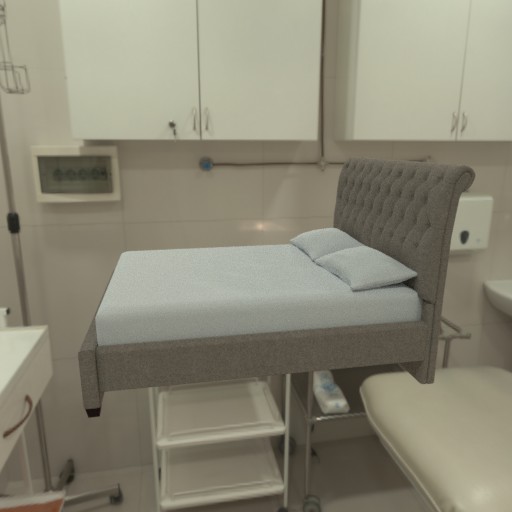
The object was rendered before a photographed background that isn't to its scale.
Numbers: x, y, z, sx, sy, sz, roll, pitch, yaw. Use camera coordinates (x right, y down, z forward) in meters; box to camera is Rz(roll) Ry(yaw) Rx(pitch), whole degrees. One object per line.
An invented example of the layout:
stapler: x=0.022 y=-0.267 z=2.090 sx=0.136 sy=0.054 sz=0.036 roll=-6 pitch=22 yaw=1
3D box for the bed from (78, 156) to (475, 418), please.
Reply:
bed: x=0.000 y=0.000 z=3.265 sx=2.252 sy=1.371 sz=1.645 roll=-3 pitch=15 yaw=-11
